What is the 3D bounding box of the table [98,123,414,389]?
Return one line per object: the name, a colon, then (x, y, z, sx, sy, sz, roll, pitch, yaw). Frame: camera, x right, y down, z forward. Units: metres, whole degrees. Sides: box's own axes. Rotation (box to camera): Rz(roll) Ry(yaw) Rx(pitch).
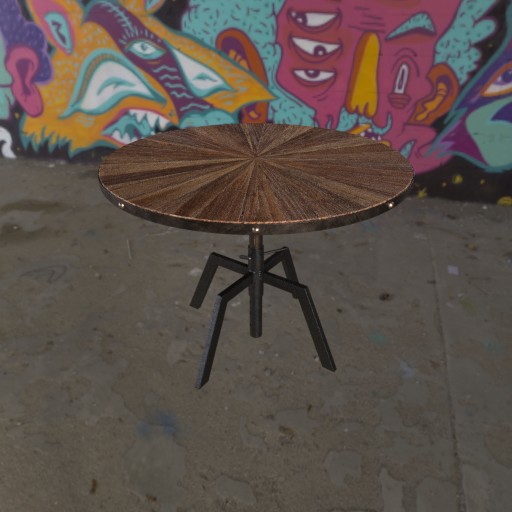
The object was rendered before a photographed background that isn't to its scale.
table: (0.000, 0.000, 1.457, 0.885, 0.658, 0.885, 0, 30, 0)
